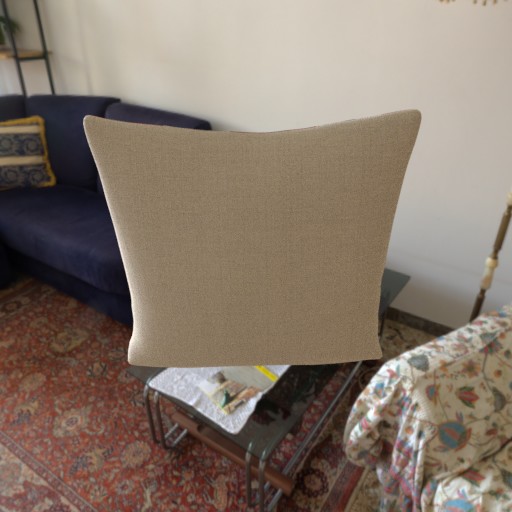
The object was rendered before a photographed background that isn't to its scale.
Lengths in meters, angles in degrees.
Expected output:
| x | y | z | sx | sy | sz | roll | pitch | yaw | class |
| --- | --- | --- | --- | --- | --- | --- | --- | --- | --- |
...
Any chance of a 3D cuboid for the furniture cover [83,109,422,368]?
| x | y | z | sx | sy | sz | roll | pitch | yaw | class |
| --- | --- | --- | --- | --- | --- | --- | --- | --- | --- |
| 0.000 | 0.000 | 0.658 | 0.435 | 0.420 | 0.145 | -1 | 30 | -1 | furniture cover |
